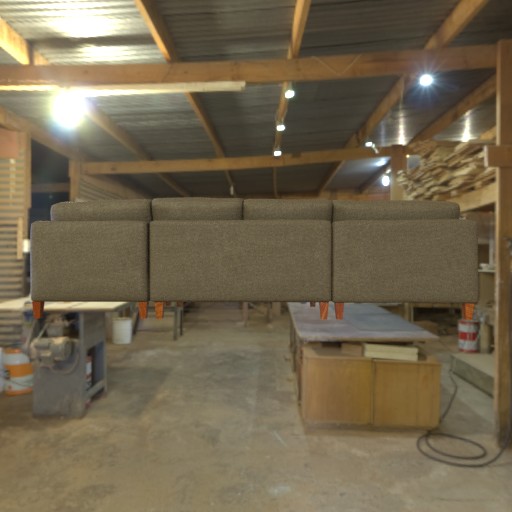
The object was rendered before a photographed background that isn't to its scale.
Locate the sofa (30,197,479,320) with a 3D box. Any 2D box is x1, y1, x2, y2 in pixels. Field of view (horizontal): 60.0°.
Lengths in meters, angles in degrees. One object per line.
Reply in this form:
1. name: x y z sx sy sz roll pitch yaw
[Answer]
1. sofa: 0.000 0.000 4.638 3.460 0.961 2.594 0 0 1
